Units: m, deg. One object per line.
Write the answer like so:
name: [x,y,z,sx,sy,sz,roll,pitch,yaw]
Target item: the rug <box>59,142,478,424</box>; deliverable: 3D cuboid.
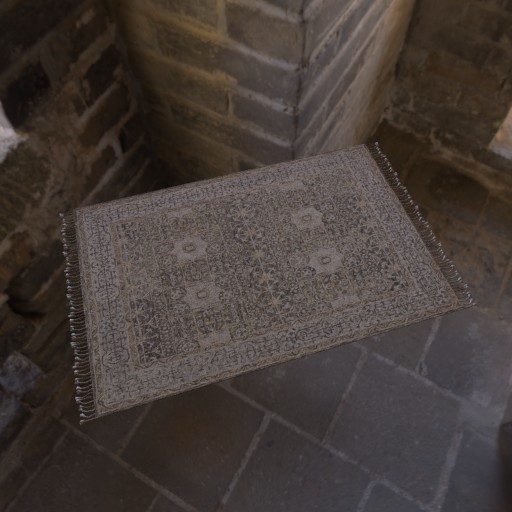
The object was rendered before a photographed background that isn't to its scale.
rug: [0.000,0.000,2.434,2.029,0.010,1.237,-14,59,-9]
